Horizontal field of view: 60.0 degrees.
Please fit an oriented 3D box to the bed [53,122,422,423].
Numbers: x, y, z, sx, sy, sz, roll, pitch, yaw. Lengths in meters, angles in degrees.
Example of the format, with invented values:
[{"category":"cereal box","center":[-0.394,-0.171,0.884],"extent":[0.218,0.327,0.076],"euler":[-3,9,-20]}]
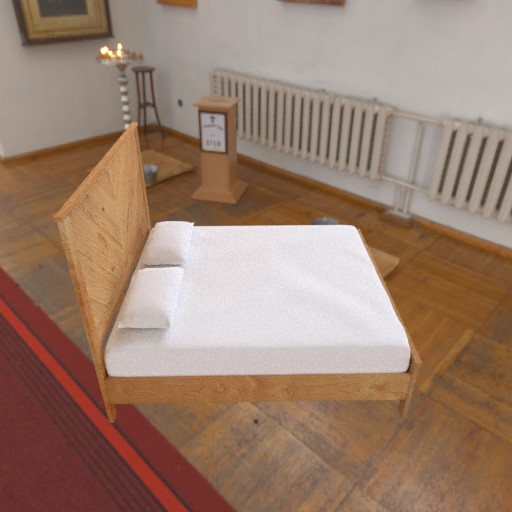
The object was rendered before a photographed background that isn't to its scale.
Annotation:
[{"category":"bed","center":[0.000,0.000,4.192],"extent":[2.530,1.938,2.225],"euler":[-1,31,-1]}]
